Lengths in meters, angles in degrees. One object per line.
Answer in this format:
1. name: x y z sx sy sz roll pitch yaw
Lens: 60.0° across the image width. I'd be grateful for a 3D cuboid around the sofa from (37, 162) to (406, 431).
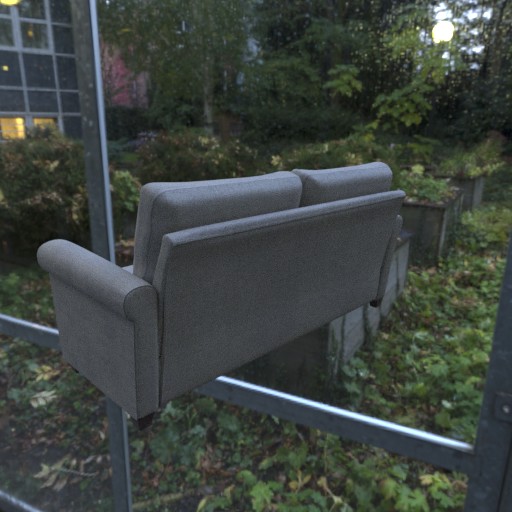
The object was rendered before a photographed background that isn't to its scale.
1. sofa: 0.000 0.000 2.378 0.842 0.942 1.935 15 22 43
